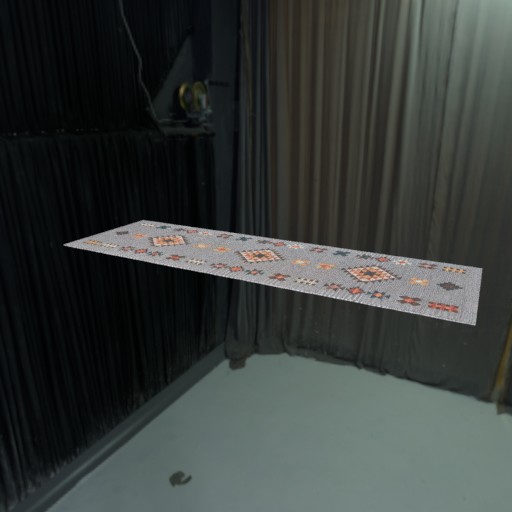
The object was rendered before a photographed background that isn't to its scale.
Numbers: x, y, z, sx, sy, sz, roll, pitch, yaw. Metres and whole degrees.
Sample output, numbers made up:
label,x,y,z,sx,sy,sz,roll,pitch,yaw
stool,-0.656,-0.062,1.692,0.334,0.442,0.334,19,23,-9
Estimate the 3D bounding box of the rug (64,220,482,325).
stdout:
label,x,y,z,sx,sy,sz,roll,pitch,yaw
rug,0.000,0.000,2.674,2.432,0.008,0.766,9,20,26
